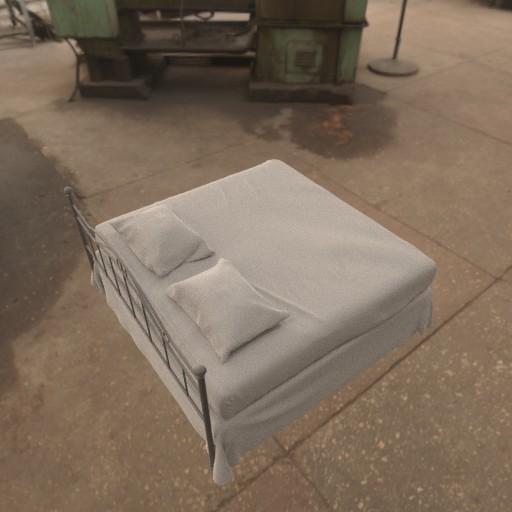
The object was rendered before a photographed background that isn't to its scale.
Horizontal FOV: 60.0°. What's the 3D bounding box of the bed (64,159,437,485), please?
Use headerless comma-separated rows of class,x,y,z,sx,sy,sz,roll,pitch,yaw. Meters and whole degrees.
bed,0.000,0.000,3.574,2.220,1.080,2.309,-25,47,-26
